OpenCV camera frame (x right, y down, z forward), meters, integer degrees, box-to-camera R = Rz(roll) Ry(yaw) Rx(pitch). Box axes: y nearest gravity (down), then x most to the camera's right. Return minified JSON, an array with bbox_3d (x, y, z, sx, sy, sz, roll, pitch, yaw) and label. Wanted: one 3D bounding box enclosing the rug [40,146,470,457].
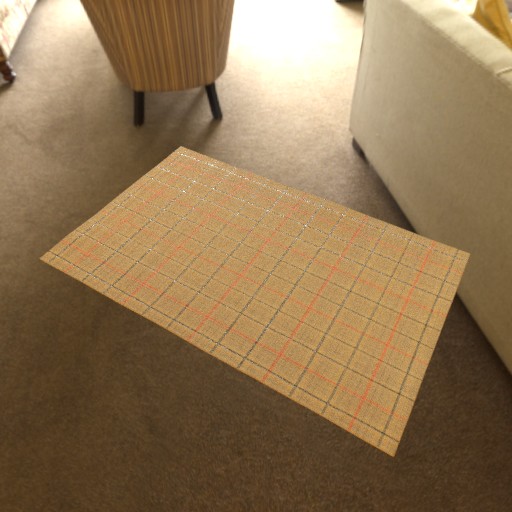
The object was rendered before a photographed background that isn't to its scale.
[{"bbox_3d":[0.000,0.000,2.956,2.439,0.015,1.524,24,52,20],"label":"rug"}]
